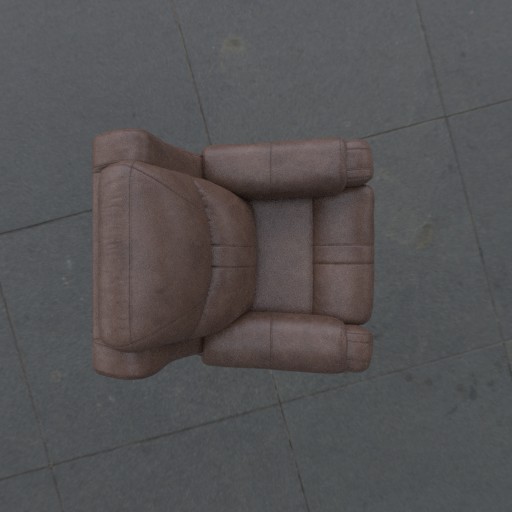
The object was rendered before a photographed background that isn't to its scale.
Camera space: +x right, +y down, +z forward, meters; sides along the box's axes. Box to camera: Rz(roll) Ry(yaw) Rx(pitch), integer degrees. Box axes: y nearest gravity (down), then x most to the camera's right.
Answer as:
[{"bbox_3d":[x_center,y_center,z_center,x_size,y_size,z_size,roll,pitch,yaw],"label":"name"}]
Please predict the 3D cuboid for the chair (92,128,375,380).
[{"bbox_3d":[0.000,0.000,1.778,1.067,0.990,0.940,0,90,-1],"label":"chair"}]
